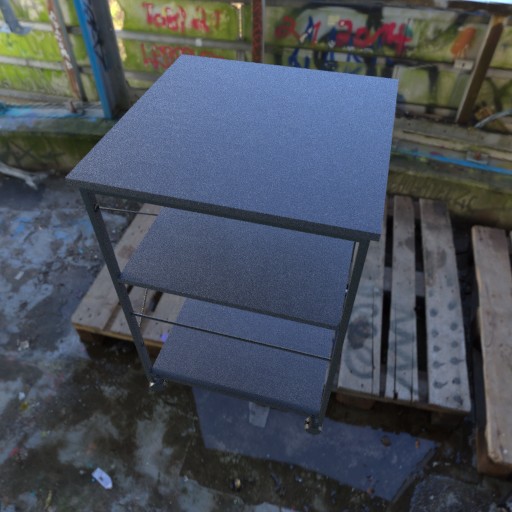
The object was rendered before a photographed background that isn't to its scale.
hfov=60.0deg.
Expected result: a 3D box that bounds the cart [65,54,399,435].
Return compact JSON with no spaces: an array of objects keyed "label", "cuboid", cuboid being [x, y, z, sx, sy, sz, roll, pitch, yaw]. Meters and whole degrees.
[{"label":"cart","cuboid":[0.000,0.000,1.141,0.520,0.762,0.521,11,47,10]}]
